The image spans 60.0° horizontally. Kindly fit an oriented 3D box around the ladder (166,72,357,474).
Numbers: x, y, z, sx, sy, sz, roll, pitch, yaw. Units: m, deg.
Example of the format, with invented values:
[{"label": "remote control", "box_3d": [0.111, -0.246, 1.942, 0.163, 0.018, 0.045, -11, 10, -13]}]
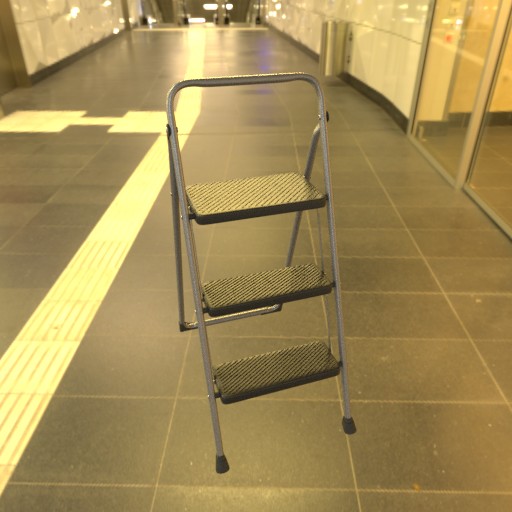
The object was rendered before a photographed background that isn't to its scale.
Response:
[{"label": "ladder", "box_3d": [0.000, 0.000, 1.266, 0.430, 0.945, 0.629, -10, 33, -16]}]
